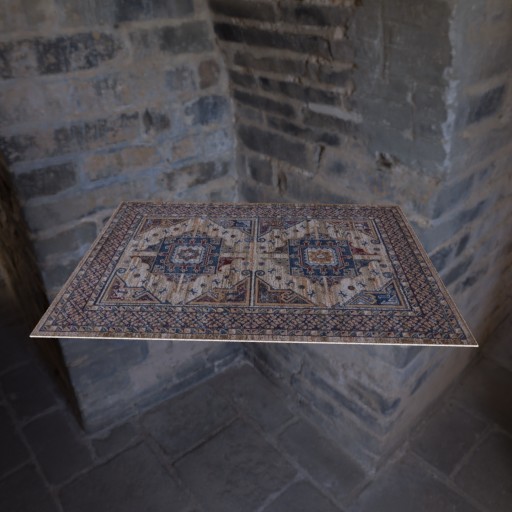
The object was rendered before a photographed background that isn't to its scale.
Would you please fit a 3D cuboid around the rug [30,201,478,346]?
[{"bbox_3d":[0.000,0.000,2.880,2.227,0.008,1.611,1,32,2],"label":"rug"}]
